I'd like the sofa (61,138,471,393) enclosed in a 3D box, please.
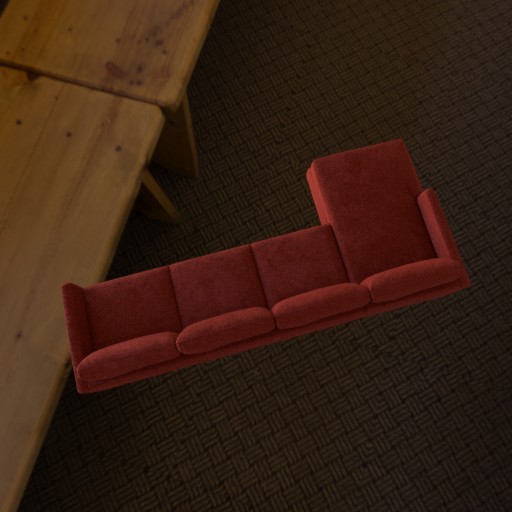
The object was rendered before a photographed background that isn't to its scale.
[{"bbox_3d":[0.000,0.000,2.919,2.467,0.663,1.136,-15,76,-4],"label":"sofa"}]
